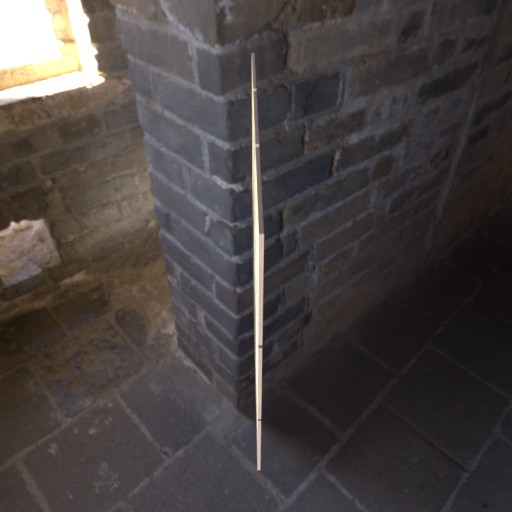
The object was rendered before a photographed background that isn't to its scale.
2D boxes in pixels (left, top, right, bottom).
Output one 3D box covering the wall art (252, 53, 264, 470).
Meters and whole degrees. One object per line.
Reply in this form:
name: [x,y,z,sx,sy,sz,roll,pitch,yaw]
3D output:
wall art: [0.000,0.000,1.828,0.013,1.218,1.219,-1,42,-1]
